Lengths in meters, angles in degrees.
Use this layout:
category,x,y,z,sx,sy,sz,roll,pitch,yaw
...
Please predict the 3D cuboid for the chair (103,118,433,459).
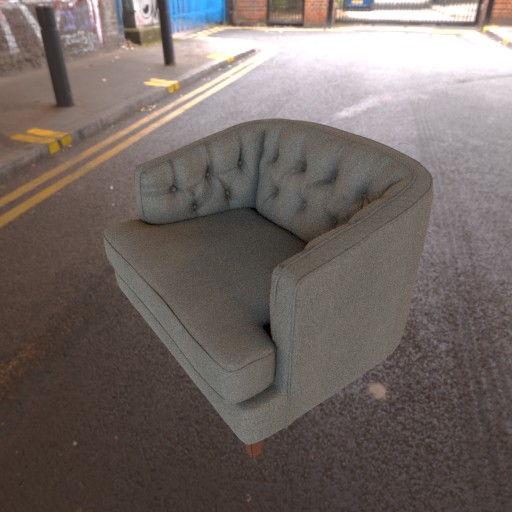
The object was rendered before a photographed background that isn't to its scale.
category,x,y,z,sx,sy,sz,roll,pitch,yaw
chair,0.000,0.000,1.784,0.945,0.852,1.094,-21,37,-30
